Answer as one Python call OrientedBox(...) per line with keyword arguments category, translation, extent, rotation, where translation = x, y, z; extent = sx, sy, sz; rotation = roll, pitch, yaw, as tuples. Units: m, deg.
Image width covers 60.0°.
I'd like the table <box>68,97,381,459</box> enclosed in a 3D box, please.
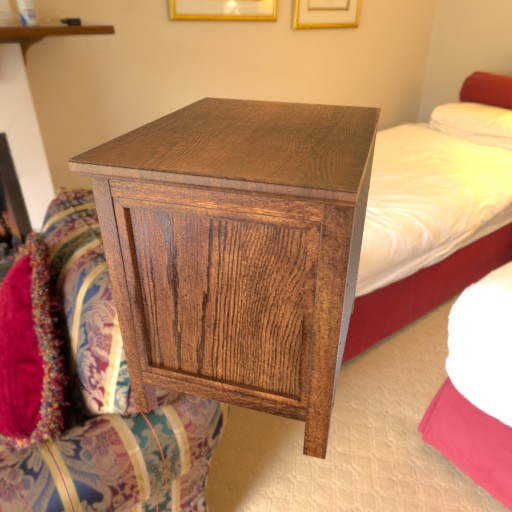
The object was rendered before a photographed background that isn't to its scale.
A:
OrientedBox(category="table", translation=(0.000, 0.000, 1.044), extent=(0.461, 0.597, 0.586), rotation=(8, 31, 15))
